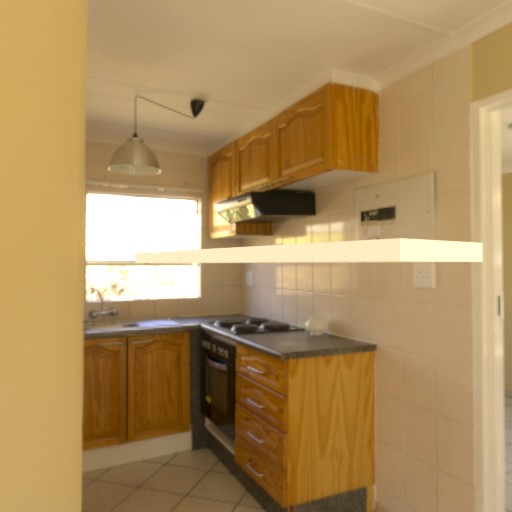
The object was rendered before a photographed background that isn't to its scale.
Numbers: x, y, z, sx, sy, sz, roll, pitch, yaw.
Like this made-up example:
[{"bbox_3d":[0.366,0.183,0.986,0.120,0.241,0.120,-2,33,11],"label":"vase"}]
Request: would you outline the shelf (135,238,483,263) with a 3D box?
[{"bbox_3d":[0.000,0.000,0.667,0.140,0.020,0.610,1,-1,-36],"label":"shelf"}]
